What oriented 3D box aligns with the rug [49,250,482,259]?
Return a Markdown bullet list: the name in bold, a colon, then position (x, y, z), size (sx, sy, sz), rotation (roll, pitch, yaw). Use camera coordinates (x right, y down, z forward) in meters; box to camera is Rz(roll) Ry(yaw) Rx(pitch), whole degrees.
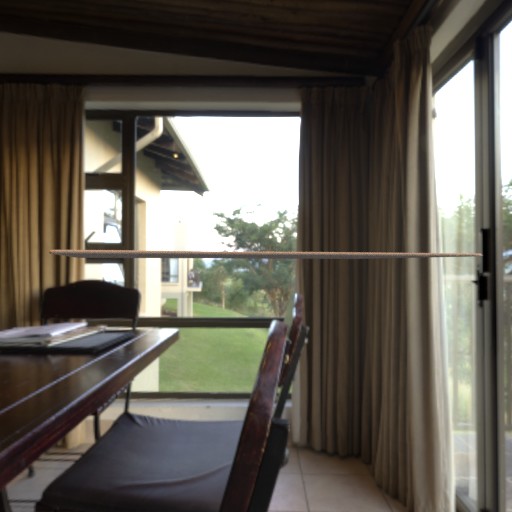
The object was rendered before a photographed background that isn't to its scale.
- **rug**: position (0.000, 0.000, 2.123), size (1.676, 0.013, 1.067), rotation (0, -1, -18)
